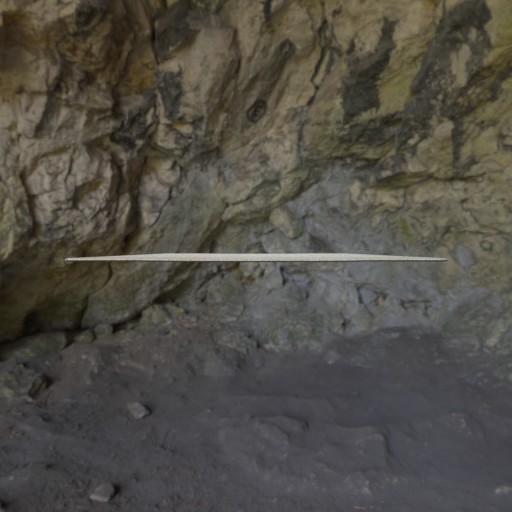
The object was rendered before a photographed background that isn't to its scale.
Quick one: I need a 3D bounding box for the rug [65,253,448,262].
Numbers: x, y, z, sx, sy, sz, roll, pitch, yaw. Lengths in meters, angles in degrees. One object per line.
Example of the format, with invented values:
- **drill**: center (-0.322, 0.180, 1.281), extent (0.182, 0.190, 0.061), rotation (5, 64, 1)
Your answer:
- **rug**: center (0.000, 0.000, 2.984), extent (1.606, 0.017, 2.270), rotation (0, 1, 0)
